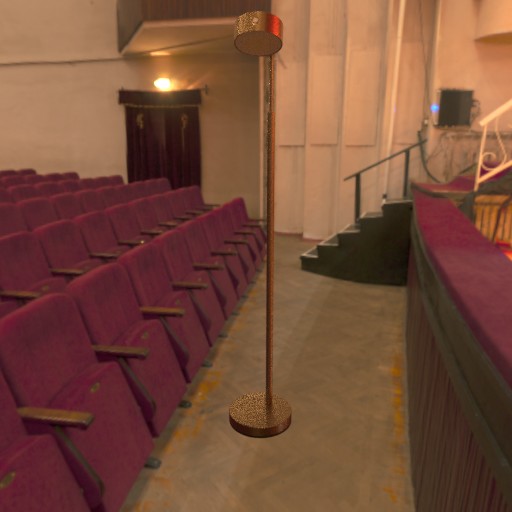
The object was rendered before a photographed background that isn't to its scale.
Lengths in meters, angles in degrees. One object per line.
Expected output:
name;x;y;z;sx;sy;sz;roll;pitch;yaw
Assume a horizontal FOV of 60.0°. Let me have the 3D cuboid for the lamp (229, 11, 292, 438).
lamp;0.000;0.000;1.332;0.219;1.230;0.418;2;13;9
